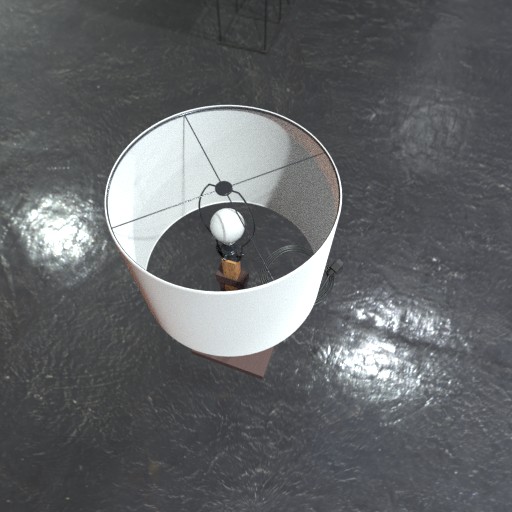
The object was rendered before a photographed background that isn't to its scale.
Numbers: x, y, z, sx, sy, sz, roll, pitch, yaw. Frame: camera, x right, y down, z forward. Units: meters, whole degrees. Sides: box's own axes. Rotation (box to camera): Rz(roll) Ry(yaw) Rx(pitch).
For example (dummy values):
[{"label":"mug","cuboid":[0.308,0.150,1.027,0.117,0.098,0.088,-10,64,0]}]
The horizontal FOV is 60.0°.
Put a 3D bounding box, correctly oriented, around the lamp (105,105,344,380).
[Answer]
[{"label":"lamp","cuboid":[0.000,0.000,0.992,0.396,0.668,0.525,18,61,10]}]
